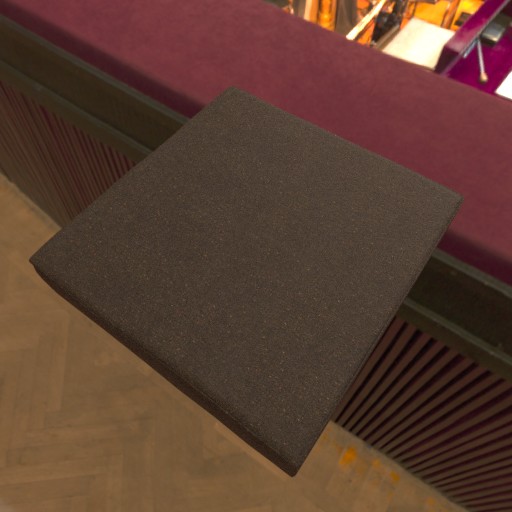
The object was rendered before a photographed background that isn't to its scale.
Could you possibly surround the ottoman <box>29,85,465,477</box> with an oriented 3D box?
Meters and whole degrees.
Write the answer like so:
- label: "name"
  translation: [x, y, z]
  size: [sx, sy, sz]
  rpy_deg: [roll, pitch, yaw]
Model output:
- label: "ottoman"
  translation: [0.000, 0.000, 1.516]
  size: [0.968, 0.382, 1.004]
  rpy_deg: [32, 63, 18]
